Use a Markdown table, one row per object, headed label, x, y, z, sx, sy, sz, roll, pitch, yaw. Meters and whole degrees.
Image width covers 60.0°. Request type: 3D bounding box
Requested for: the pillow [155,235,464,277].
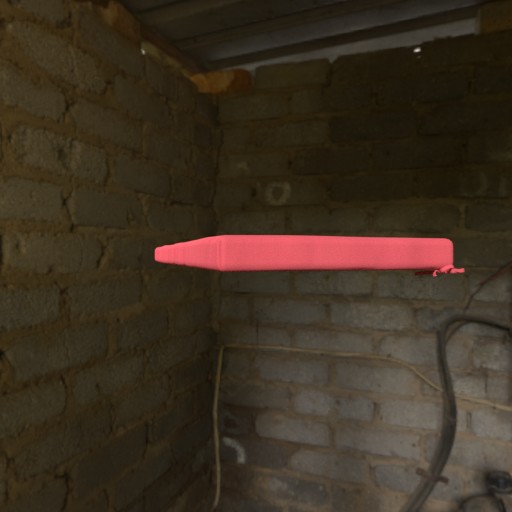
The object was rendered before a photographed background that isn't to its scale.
| label | x | y | z | sx | sy | sz | roll | pitch | yaw |
| --- | --- | --- | --- | --- | --- | --- | --- | --- | --- |
| pillow | 0.000 | 0.000 | 1.304 | 0.492 | 0.081 | 1.187 | 0 | 0 | -18 |
